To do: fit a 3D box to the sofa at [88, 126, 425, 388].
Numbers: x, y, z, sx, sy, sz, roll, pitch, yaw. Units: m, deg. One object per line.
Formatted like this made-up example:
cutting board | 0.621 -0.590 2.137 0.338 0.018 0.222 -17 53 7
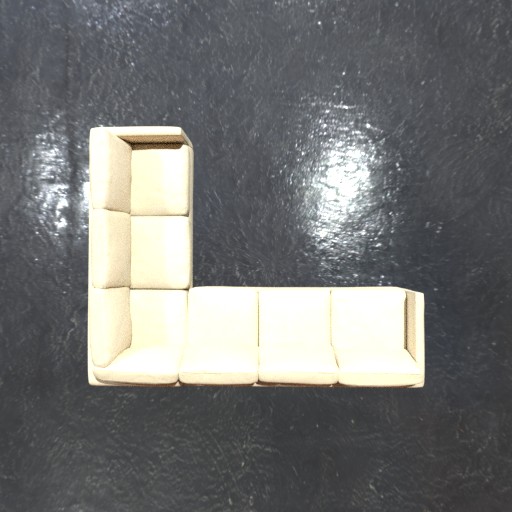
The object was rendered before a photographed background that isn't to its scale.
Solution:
sofa | 0.000 0.000 4.556 3.302 0.947 2.593 0 89 2
